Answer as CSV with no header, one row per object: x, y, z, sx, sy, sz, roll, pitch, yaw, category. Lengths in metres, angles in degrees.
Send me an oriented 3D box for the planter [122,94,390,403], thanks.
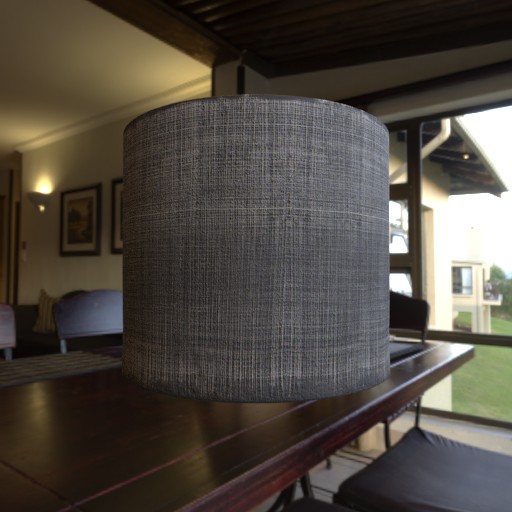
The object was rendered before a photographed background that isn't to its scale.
0.000,0.000,0.438,0.254,0.221,0.254,0,-2,0,planter
